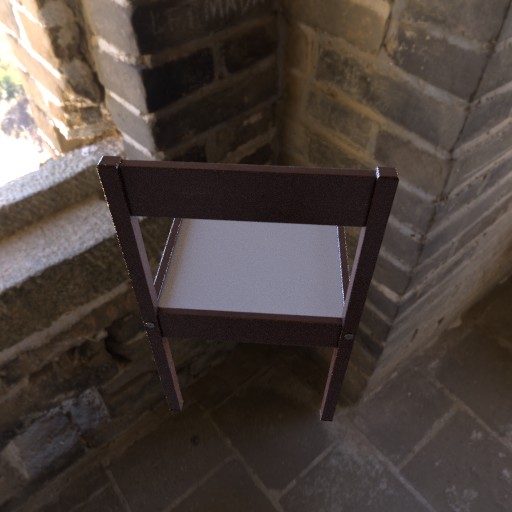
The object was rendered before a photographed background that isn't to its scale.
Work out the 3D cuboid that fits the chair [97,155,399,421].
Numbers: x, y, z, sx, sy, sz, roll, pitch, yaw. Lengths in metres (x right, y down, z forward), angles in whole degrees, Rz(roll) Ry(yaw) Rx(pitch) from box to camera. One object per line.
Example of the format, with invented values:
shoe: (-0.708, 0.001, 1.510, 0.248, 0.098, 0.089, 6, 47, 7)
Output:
chair: (0.000, 0.000, 0.689, 0.285, 0.505, 0.285, 3, 45, 3)
